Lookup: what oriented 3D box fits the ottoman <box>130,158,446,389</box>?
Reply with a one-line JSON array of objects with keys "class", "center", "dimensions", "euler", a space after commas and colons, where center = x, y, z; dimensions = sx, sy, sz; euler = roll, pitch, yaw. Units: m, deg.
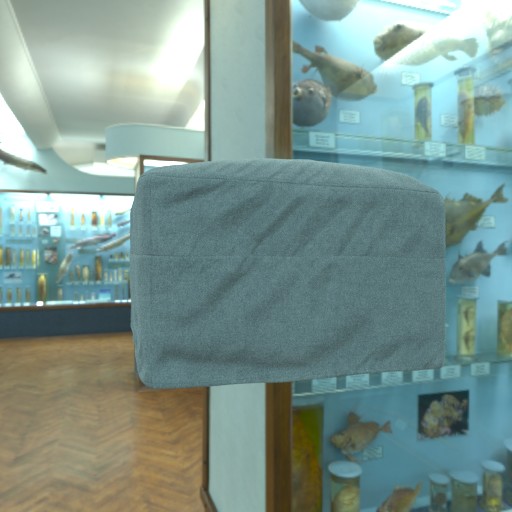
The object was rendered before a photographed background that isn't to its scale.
[{"class": "ottoman", "center": [0.000, 0.000, 1.260], "dimensions": [0.683, 0.481, 0.837], "euler": [0, 1, -17]}]
